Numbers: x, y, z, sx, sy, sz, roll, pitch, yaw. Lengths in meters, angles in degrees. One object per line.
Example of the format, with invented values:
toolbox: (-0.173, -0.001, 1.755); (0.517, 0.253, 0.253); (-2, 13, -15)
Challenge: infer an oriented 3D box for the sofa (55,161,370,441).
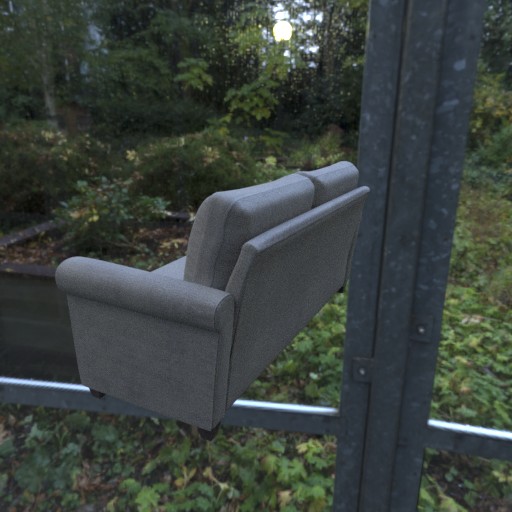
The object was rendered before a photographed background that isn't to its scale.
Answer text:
sofa: (0.000, 0.000, 2.455); (0.842, 0.942, 1.935); (8, 18, 26)
